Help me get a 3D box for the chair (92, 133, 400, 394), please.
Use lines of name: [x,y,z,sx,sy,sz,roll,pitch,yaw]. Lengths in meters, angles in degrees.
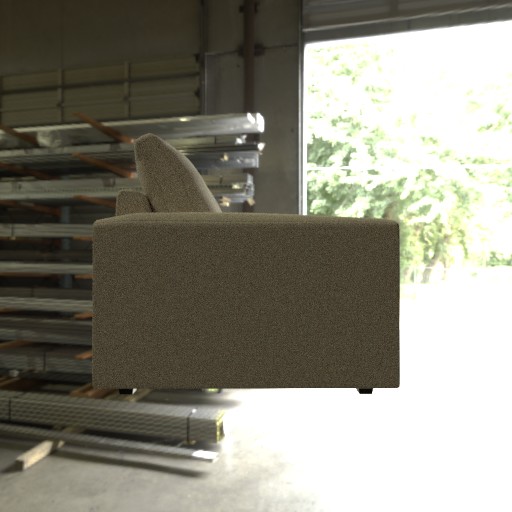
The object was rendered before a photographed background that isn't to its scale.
chair: [0.000,0.000,2.091,1.039,0.915,1.398,0,0,0]
